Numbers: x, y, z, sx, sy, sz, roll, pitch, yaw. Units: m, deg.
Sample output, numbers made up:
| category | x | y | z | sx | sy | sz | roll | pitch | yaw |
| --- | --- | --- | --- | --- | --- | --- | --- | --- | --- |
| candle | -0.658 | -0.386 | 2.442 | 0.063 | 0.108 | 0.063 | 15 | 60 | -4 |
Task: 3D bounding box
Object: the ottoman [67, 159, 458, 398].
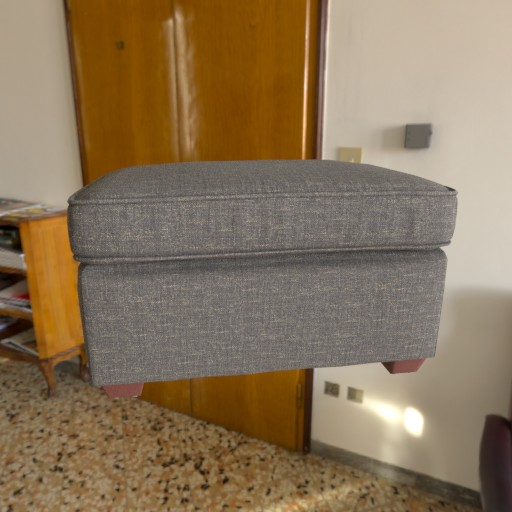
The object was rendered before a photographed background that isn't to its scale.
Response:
| category | x | y | z | sx | sy | sz | roll | pitch | yaw |
| --- | --- | --- | --- | --- | --- | --- | --- | --- | --- |
| ottoman | 0.000 | 0.000 | 1.083 | 0.749 | 0.450 | 0.549 | -2 | 16 | -9 |
